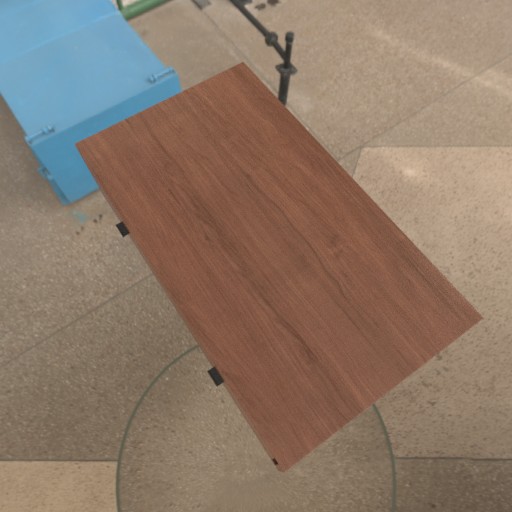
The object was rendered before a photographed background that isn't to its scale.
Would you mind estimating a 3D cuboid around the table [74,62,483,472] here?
[{"bbox_3d":[0.000,0.000,1.321,0.600,0.380,1.020,-32,69,-14],"label":"table"}]
